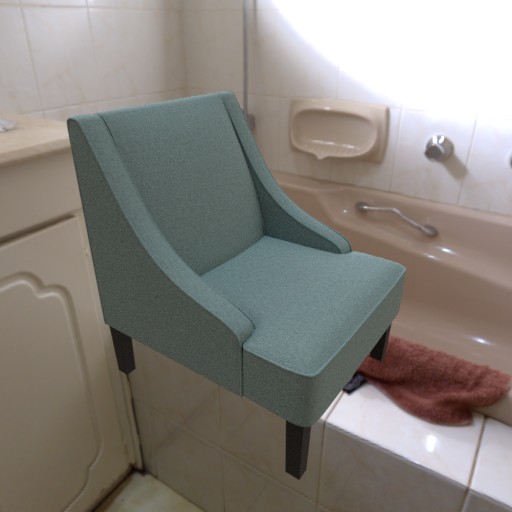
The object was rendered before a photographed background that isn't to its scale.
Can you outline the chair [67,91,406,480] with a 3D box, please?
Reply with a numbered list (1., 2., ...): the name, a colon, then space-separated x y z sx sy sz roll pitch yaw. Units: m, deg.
1. chair: 0.000 0.000 1.820 1.025 1.133 0.857 18 32 31
